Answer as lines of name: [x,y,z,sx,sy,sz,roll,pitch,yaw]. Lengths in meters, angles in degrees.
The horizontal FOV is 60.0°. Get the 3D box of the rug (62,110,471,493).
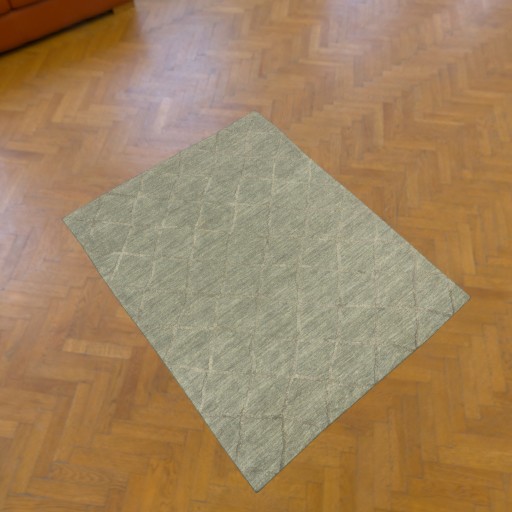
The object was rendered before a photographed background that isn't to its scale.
rug: [0.000,0.000,4.090,2.438,0.013,3.048,-35,66,-18]
